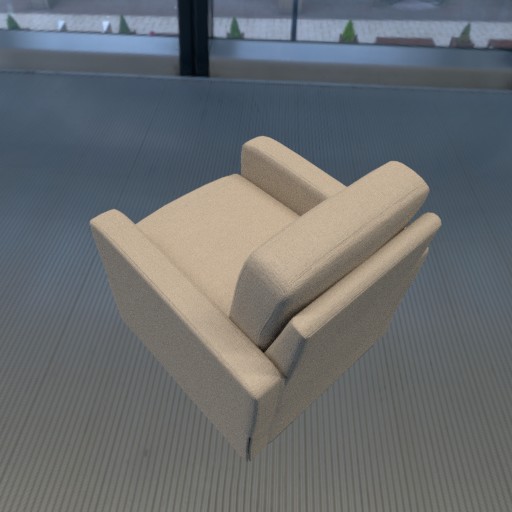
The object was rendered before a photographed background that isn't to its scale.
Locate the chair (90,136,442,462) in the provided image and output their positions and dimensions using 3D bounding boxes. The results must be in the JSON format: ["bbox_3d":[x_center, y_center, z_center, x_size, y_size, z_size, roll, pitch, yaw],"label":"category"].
[{"bbox_3d":[0.000,0.000,1.481,0.755,0.827,0.888,-34,55,-28],"label":"chair"}]
